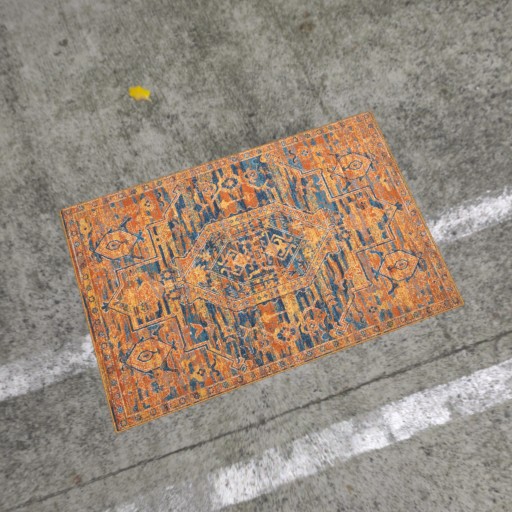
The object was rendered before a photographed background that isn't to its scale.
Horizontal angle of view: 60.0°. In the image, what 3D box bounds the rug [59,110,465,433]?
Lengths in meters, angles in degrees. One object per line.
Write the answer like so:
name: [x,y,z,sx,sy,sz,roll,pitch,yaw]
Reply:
rug: [0.000,0.000,2.226,1.758,0.013,1.148,-19,75,-5]
